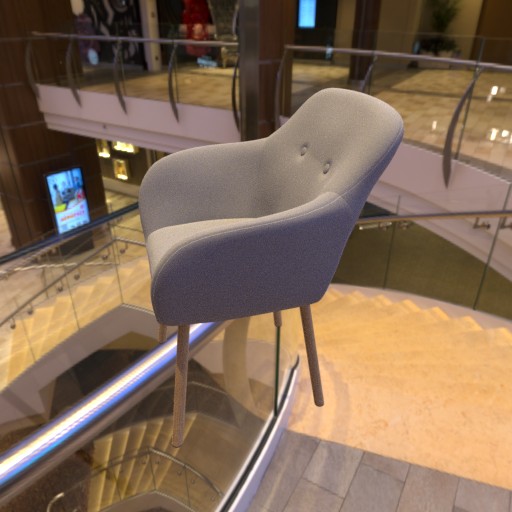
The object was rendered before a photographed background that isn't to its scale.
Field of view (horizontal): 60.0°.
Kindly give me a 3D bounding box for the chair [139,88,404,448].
[{"bbox_3d":[0.000,0.000,1.228,0.590,0.830,0.570,-8,30,-14],"label":"chair"}]
